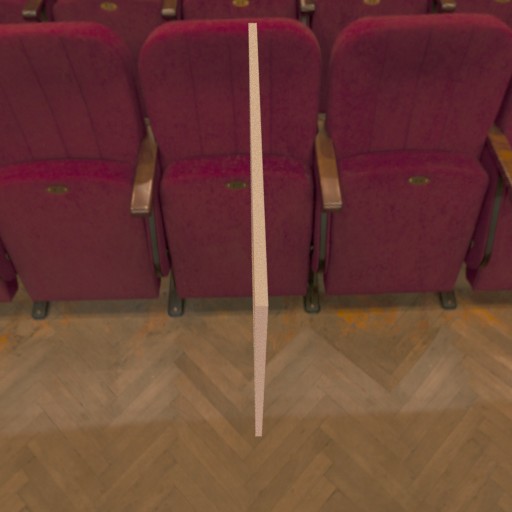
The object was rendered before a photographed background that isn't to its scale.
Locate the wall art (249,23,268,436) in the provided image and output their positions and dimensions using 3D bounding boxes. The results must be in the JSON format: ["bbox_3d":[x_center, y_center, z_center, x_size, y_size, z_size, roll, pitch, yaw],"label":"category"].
[{"bbox_3d":[0.000,0.000,0.773,0.012,0.557,0.482,-1,56,-1],"label":"wall art"}]
